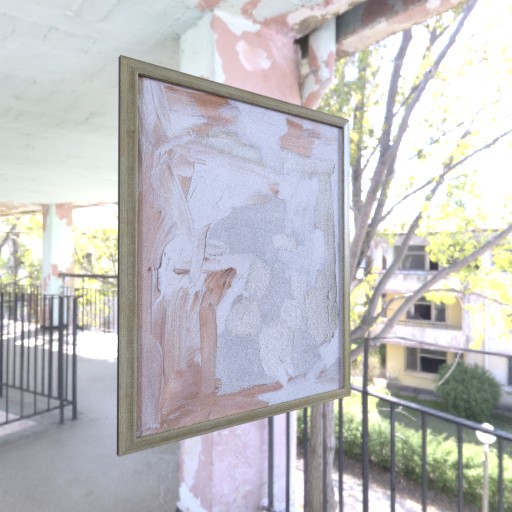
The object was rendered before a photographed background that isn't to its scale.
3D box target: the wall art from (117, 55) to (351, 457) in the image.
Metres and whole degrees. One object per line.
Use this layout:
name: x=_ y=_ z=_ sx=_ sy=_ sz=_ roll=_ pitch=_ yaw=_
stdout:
wall art: x=0.000 y=0.000 z=0.894 sx=0.559 sy=0.660 sz=0.018 roll=1 pitch=-1 yaw=-36
